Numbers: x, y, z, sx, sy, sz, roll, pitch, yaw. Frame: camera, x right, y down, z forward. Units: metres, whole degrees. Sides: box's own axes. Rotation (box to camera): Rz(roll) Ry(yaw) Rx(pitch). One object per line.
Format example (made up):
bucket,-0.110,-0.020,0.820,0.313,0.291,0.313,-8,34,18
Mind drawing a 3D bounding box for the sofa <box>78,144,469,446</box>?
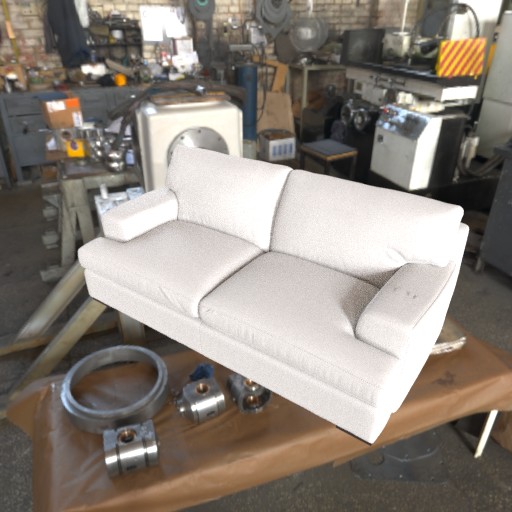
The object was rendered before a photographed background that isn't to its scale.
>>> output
sofa,0.000,0.000,2.800,2.261,0.940,1.143,19,35,30
